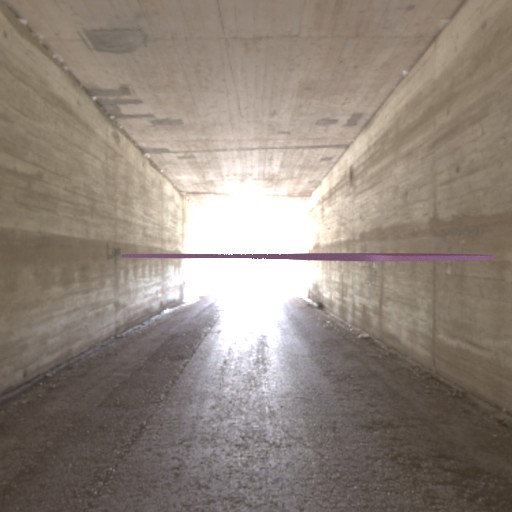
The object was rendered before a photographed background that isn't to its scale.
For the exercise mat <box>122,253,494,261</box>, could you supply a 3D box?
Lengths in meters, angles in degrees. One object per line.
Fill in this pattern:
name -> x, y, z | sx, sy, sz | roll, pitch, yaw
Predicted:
exercise mat -> 0.000, 0.000, 2.008 | 0.616, 0.021, 1.869 | 0, 0, -36
